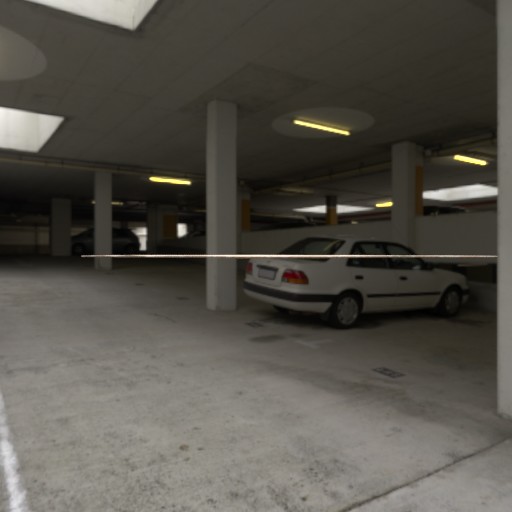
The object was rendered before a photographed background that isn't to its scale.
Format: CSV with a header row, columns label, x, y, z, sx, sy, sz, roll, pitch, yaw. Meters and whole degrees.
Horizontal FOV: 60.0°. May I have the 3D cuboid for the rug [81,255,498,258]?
label,x,y,z,sx,sy,sz,roll,pitch,yaw
rug,0.000,0.000,4.240,2.452,0.020,3.365,0,0,-34
